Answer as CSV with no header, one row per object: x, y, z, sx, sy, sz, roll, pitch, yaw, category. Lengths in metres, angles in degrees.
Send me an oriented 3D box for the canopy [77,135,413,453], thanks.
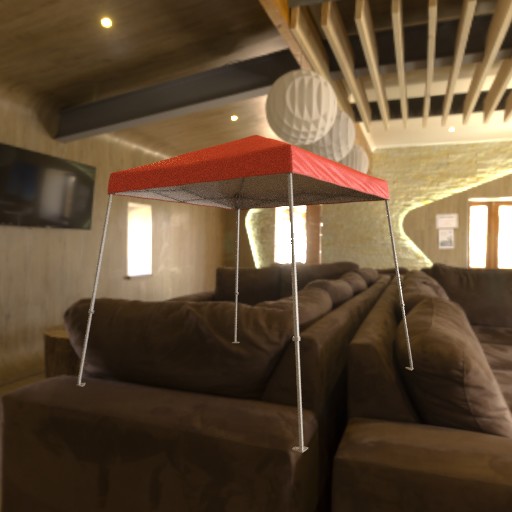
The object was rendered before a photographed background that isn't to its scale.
0.000,0.000,5.230,2.849,2.850,2.850,0,1,35,canopy
